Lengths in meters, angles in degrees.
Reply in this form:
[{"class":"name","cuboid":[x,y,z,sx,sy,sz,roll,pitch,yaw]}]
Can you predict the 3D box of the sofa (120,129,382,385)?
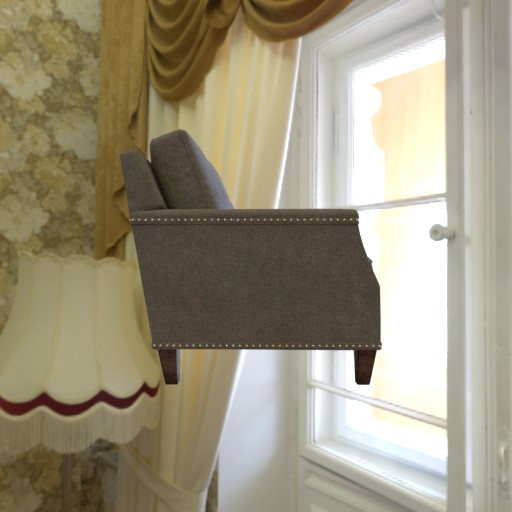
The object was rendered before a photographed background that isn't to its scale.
[{"class":"sofa","cuboid":[0.000,0.000,2.786,1.034,1.042,2.226,0,-1,1]}]
